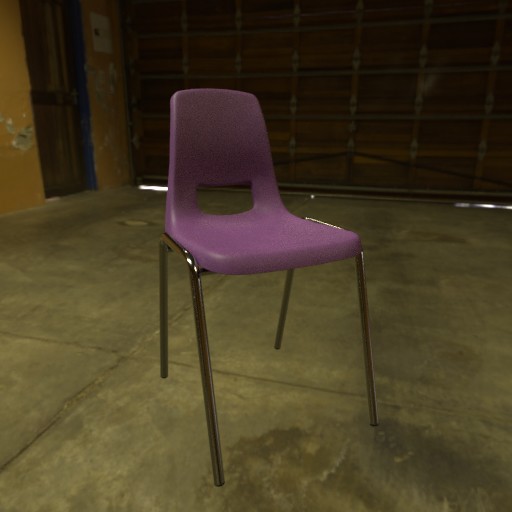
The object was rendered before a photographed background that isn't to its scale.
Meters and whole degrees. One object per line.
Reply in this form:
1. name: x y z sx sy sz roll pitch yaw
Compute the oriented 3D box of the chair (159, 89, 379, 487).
1. chair: 0.000 0.000 0.955 0.381 0.704 0.432 -8 18 -26
